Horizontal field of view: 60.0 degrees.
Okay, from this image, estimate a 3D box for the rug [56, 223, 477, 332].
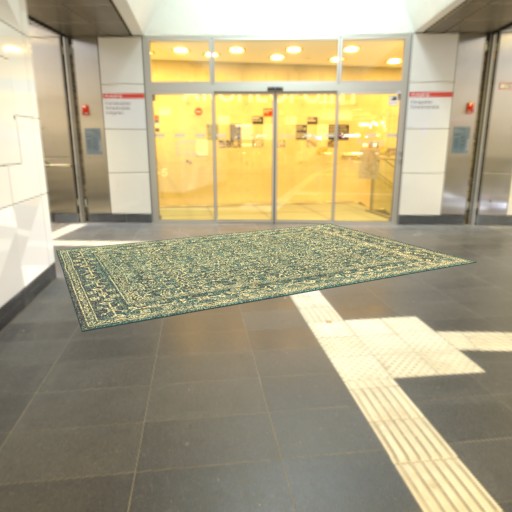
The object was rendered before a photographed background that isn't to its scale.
[{"bbox_3d":[0.000,0.000,2.284,1.819,0.005,1.200,-7,16,-26],"label":"rug"}]
